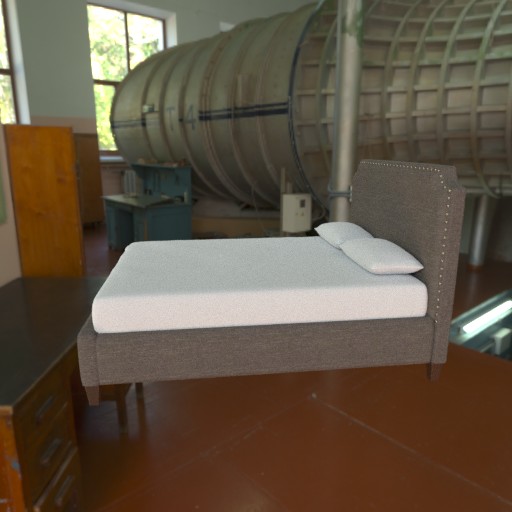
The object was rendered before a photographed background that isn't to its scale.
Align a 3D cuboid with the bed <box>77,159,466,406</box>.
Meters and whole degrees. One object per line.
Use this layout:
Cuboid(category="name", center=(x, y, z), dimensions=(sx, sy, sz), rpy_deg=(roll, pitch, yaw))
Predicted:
Cuboid(category="bed", center=(0.000, 0.000, 3.524), dimensions=(2.381, 1.457, 1.713), rpy_deg=(-2, 14, -7))
